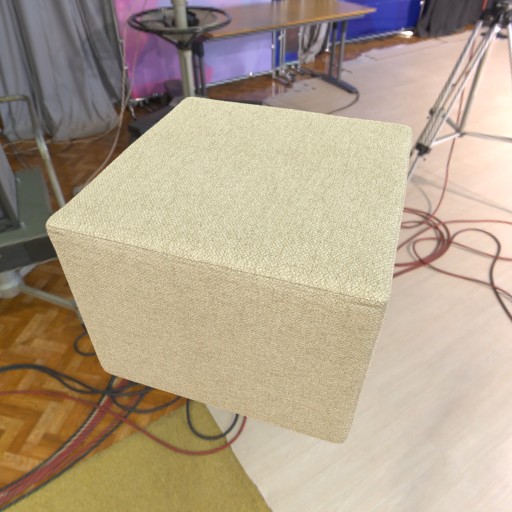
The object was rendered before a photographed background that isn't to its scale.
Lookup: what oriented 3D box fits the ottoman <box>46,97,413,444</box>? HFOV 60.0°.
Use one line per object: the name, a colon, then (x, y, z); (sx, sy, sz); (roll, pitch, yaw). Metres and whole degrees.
ottoman: (0.000, 0.000, 0.888); (0.508, 0.432, 0.508); (12, 43, 14)
